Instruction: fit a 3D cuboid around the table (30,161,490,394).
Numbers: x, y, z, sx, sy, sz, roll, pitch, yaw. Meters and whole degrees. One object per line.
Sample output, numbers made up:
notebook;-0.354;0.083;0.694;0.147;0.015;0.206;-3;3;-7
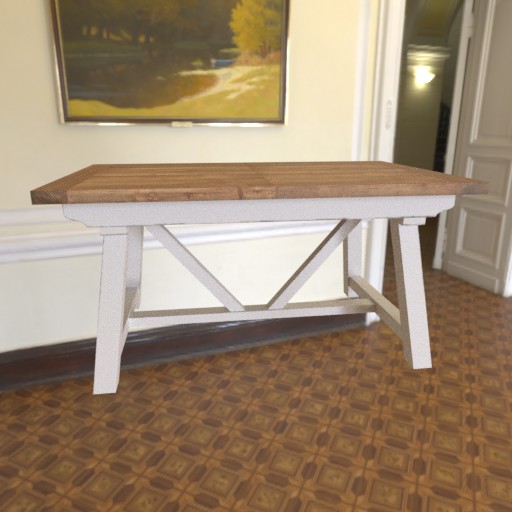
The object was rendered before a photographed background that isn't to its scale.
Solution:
table;0.000;0.000;1.976;1.503;0.743;0.922;-2;17;-8
